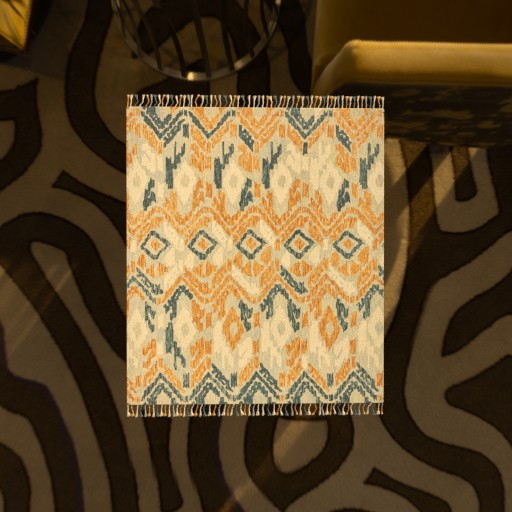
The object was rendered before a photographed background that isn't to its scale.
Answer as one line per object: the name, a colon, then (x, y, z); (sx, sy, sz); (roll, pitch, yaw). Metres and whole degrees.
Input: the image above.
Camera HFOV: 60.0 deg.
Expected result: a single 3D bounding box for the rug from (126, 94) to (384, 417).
rug: (0.000, 0.000, 4.207); (2.439, 0.010, 3.048); (0, 90, -1)
